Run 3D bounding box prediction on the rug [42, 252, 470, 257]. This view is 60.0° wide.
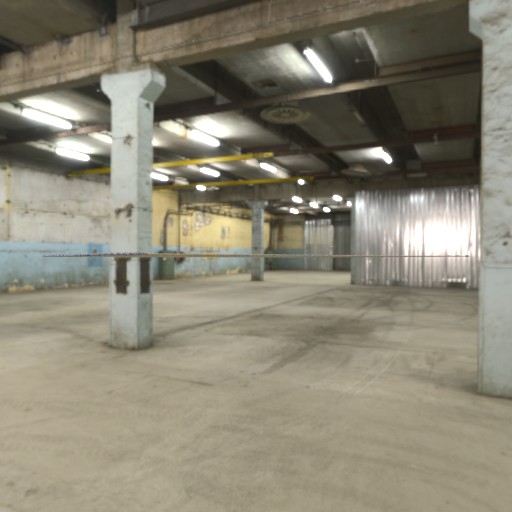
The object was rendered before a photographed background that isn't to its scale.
[{"bbox_3d":[0.000,0.000,4.325,3.416,0.016,2.471,0,-1,-36],"label":"rug"}]
